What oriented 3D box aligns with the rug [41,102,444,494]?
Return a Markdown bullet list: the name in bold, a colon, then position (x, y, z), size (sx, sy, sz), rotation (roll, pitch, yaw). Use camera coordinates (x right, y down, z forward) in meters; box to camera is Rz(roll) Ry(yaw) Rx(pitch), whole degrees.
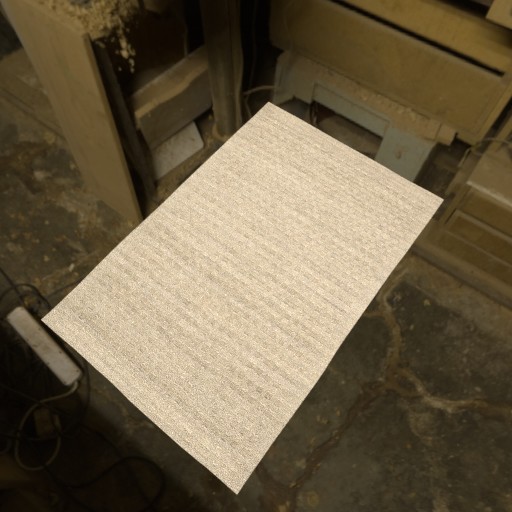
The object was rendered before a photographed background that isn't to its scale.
- **rug**: position (0.000, 0.000, 2.886), size (1.532, 0.018, 2.297), rotation (35, 68, 16)
